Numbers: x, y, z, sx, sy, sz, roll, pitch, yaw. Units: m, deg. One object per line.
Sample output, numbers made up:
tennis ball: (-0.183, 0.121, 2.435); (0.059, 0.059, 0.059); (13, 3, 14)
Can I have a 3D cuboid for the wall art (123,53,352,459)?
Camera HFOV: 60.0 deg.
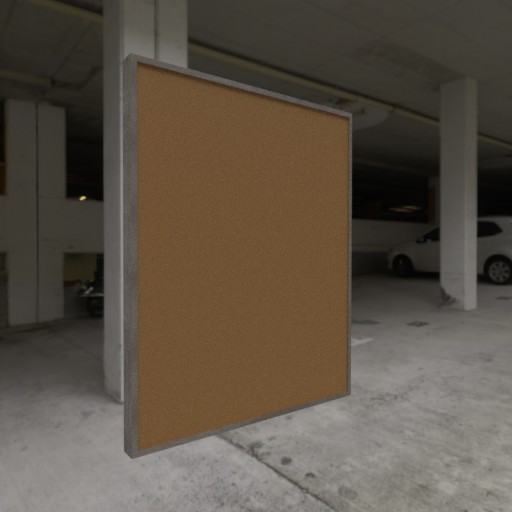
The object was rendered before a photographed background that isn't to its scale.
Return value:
wall art: (0.000, 0.000, 0.706); (0.421, 0.521, 0.032); (-1, 1, -37)
